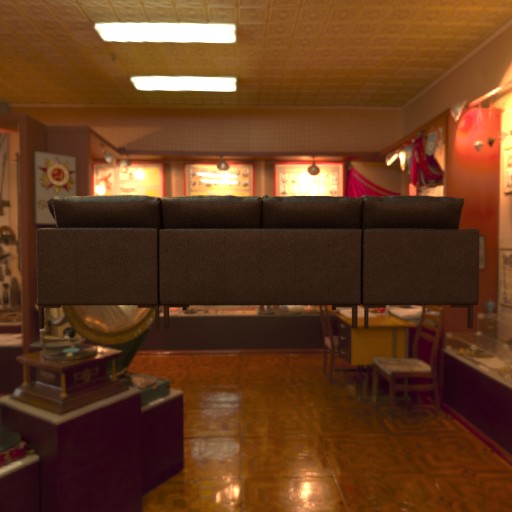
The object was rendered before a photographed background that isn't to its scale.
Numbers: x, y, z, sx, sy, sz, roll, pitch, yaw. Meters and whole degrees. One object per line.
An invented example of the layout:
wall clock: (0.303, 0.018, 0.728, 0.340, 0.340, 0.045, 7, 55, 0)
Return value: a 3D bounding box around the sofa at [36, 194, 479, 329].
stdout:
sofa: (0.000, 0.000, 3.861, 2.956, 0.900, 1.939, 0, 2, 0)
